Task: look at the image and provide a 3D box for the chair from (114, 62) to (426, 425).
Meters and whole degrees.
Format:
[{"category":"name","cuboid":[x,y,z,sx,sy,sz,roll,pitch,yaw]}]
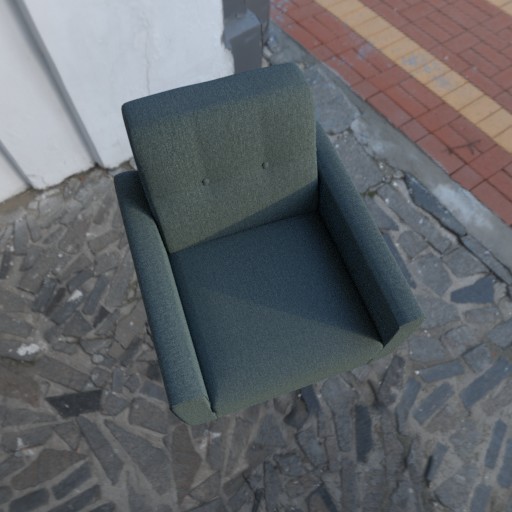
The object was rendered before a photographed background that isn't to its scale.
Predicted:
[{"category":"chair","cuboid":[0.000,0.000,1.702,0.880,0.940,0.964,-17,64,-9]}]
